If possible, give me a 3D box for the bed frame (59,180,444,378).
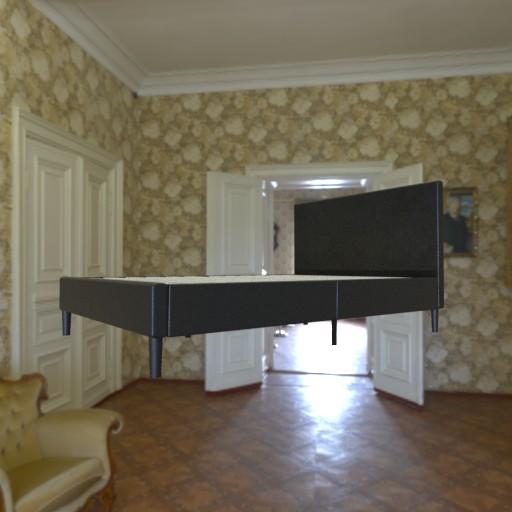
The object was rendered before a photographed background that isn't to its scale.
[{"bbox_3d":[0.000,0.000,3.001,2.152,1.046,1.469,1,-2,-37],"label":"bed frame"}]
